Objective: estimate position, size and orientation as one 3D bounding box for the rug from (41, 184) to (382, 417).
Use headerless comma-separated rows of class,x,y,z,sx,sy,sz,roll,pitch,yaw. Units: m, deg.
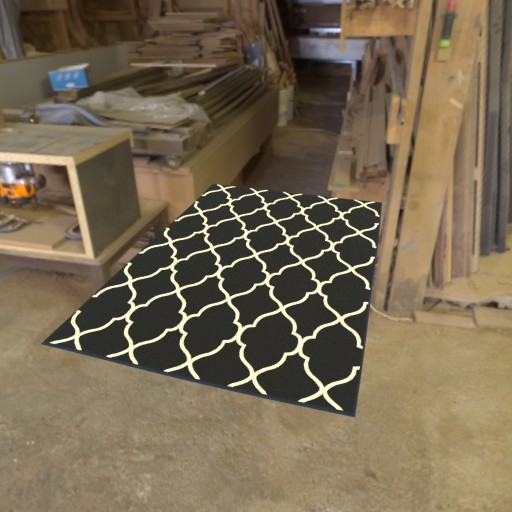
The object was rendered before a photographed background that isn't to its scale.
rug,0.000,0.000,2.923,1.528,0.014,2.294,8,31,14
